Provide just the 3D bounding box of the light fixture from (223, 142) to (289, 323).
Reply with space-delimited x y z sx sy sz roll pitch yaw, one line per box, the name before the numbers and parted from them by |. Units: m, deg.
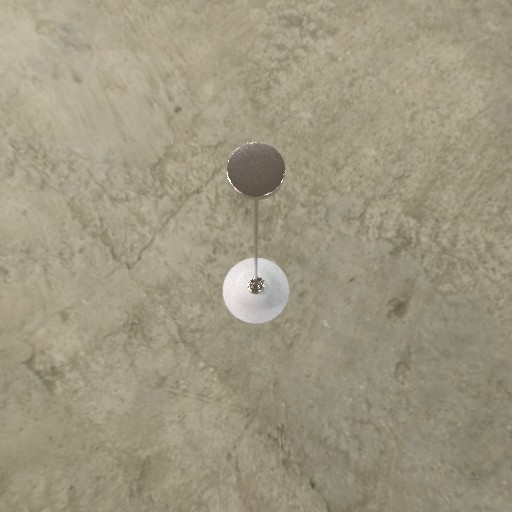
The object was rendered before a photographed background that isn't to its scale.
light fixture | 0.000 0.000 1.503 0.324 1.354 0.324 -16 76 -4
